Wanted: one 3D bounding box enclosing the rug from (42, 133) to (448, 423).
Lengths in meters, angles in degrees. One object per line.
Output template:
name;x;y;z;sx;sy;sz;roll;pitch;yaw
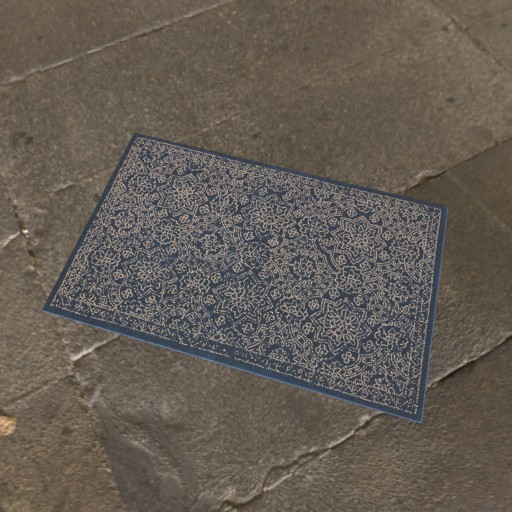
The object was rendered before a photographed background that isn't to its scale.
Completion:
rug;0.000;0.000;3.029;2.441;0.015;1.526;15;65;7
